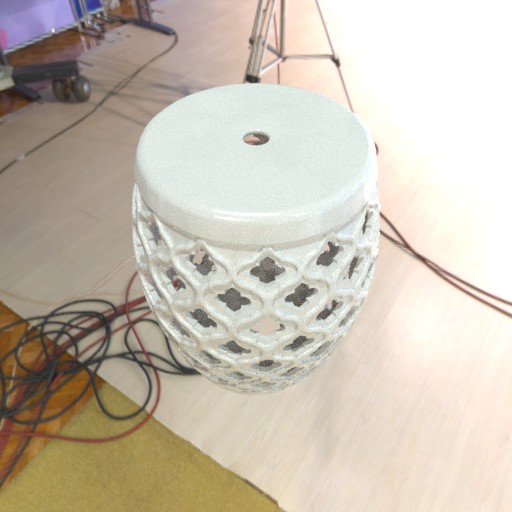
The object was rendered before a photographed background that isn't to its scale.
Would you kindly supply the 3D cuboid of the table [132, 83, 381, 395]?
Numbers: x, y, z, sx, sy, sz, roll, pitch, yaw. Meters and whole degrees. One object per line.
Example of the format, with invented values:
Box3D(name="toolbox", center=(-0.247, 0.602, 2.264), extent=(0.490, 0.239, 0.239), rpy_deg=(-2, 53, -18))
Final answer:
Box3D(name="table", center=(0.000, 0.000, 0.629), extent=(0.325, 0.388, 0.325), rpy_deg=(0, 48, 0))
